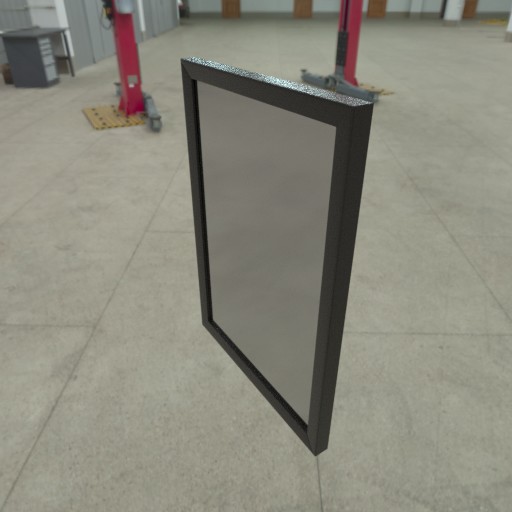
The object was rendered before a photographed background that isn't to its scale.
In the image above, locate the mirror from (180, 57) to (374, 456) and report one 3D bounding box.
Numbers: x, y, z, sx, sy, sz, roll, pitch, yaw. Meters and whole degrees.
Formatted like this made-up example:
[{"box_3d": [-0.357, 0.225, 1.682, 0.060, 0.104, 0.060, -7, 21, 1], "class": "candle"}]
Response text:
[{"box_3d": [0.000, 0.000, 0.929, 0.040, 0.710, 0.507, -19, 36, -28], "class": "mirror"}]
